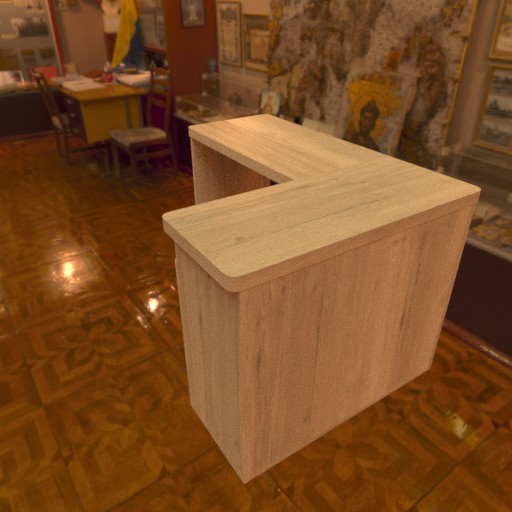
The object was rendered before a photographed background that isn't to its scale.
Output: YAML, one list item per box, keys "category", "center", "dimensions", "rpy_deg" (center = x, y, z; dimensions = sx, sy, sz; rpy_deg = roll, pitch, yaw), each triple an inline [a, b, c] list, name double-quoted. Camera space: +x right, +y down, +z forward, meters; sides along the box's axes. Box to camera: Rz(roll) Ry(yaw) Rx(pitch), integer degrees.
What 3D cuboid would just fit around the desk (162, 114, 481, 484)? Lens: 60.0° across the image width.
- category: "desk"
  center: [0.000, 0.000, 1.750]
  dimensions: [0.900, 0.760, 1.169]
  rpy_deg: [-19, 35, -28]
